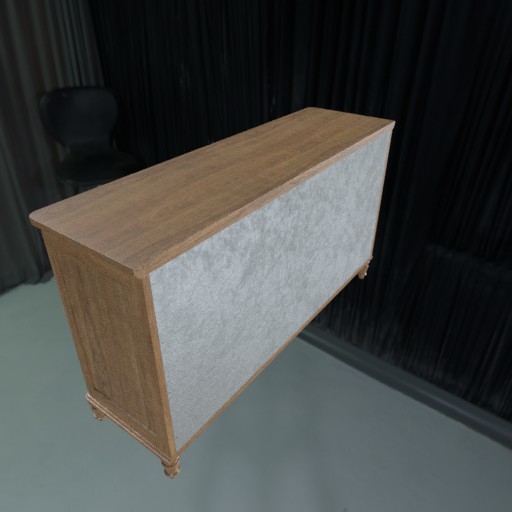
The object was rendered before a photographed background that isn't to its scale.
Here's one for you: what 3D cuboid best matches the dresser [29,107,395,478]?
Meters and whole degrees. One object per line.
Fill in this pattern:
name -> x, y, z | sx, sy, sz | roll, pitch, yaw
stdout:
dresser -> 0.000, 0.000, 1.916 | 0.468, 0.892, 1.583 | 21, 38, 30
